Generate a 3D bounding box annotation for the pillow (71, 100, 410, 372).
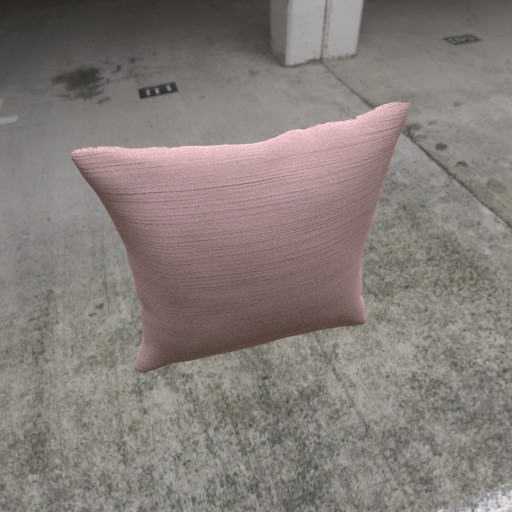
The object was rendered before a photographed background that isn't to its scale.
[{"bbox_3d":[0.000,0.000,0.734,0.470,0.464,0.175,-11,43,-12],"label":"pillow"}]
